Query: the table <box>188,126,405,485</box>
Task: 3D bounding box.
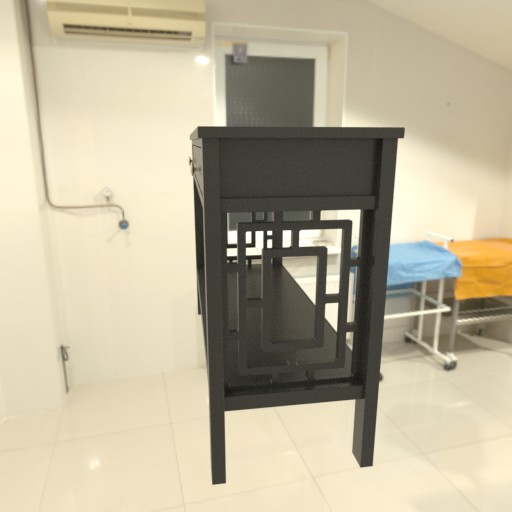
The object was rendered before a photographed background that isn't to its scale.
[{"bbox_3d":[0.000,0.000,1.404,0.397,0.753,1.068,-2,15,-9],"label":"table"}]
